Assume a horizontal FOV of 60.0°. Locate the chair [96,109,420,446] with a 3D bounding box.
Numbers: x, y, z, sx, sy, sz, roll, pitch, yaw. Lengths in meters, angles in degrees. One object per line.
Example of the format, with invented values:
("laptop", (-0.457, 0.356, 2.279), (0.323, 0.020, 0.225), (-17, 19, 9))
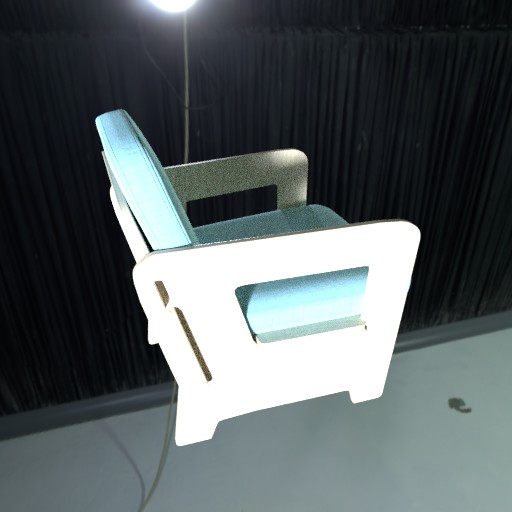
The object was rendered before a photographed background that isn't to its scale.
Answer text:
("chair", (0.000, 0.000, 1.242), (0.710, 0.800, 0.590), (-11, 33, -18))
